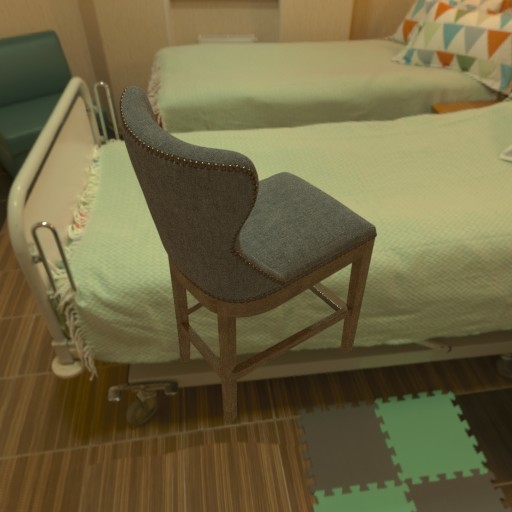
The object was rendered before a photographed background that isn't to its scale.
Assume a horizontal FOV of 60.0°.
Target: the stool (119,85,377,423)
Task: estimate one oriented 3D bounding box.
[{"bbox_3d":[0.000,0.000,1.335,0.608,0.981,0.498,-26,47,-27],"label":"stool"}]
